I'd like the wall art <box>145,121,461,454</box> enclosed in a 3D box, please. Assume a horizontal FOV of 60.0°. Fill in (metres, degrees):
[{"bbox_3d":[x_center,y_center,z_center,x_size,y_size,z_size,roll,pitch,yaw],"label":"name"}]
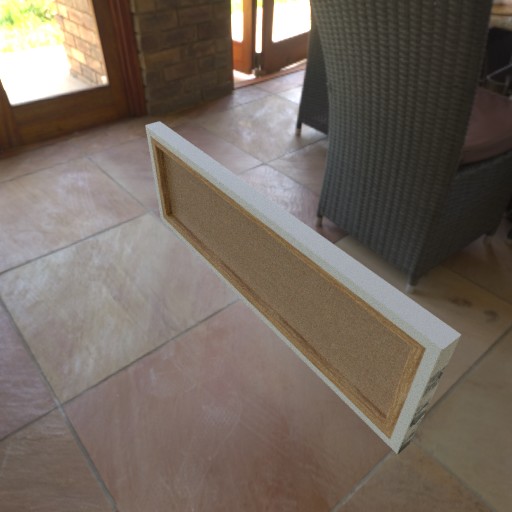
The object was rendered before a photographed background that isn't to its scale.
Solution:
[{"bbox_3d":[0.000,0.000,0.831,0.038,0.255,0.763,-26,47,-27],"label":"wall art"}]
